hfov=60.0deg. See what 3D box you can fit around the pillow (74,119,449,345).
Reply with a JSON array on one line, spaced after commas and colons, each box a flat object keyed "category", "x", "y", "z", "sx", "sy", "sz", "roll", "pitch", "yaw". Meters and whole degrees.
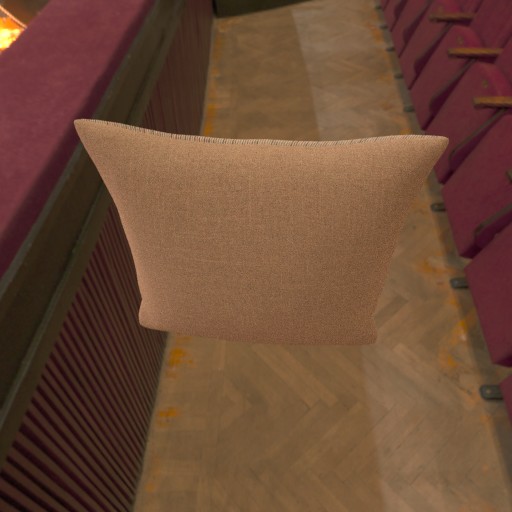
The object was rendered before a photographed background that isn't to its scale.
[{"category": "pillow", "x": 0.000, "y": 0.000, "z": 0.776, "sx": 0.512, "sy": 0.506, "sz": 0.178, "roll": 4, "pitch": 47, "yaw": 4}]
